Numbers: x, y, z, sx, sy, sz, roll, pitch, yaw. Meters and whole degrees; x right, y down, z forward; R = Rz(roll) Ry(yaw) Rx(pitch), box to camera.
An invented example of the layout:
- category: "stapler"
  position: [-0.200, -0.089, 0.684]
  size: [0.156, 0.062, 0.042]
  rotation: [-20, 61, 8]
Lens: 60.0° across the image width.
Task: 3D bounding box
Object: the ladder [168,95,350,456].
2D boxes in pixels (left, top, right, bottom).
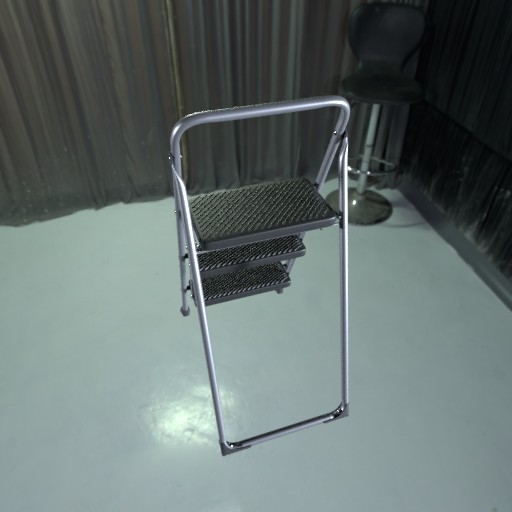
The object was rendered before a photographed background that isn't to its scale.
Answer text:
- category: "ladder"
  position: [0.000, 0.000, 1.275]
  size: [0.430, 0.945, 0.629]
  rotation: [-12, 42, -14]
